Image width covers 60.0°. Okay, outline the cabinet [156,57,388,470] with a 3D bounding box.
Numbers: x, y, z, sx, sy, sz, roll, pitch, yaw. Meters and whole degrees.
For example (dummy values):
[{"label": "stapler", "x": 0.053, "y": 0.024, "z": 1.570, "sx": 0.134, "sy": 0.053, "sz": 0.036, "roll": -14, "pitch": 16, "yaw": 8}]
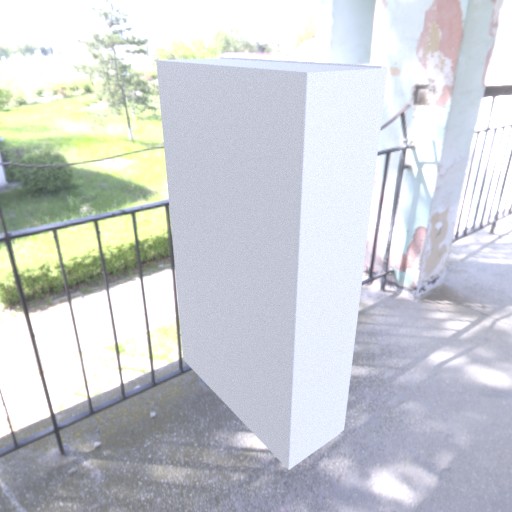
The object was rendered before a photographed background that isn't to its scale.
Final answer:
[{"label": "cabinet", "x": 0.000, "y": 0.000, "z": 2.690, "sx": 0.480, "sy": 2.160, "sz": 1.250, "roll": -19, "pitch": 32, "yaw": -33}]
